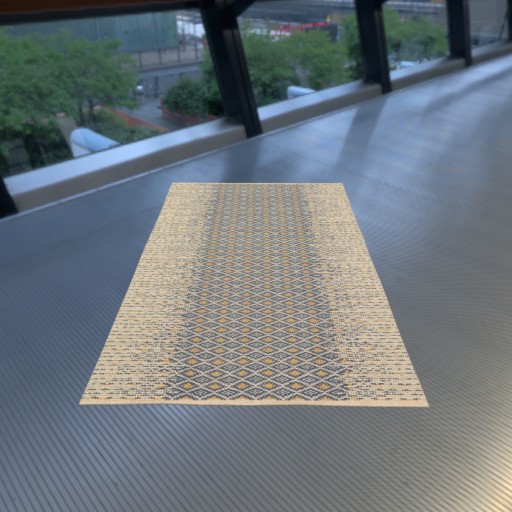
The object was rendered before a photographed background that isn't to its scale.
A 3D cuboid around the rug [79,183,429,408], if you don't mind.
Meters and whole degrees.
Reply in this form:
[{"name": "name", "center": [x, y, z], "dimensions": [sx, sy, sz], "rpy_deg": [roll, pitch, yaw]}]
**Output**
[{"name": "rug", "center": [0.000, 0.000, 2.975], "dimensions": [1.541, 0.008, 2.448], "rpy_deg": [0, 33, 0]}]
